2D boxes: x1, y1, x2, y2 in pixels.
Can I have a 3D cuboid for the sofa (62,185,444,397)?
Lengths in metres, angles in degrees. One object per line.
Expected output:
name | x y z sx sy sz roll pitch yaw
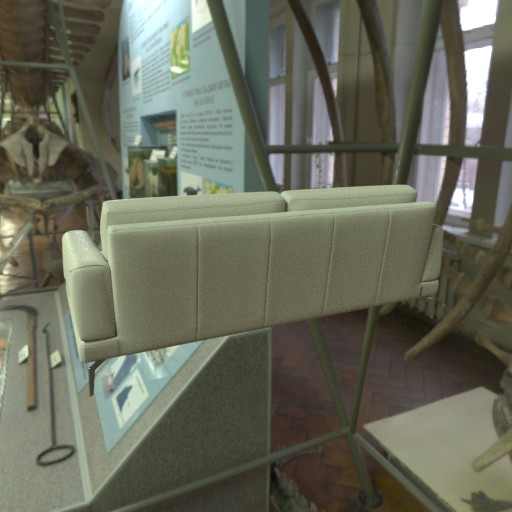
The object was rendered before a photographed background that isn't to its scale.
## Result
sofa | 0.000 0.000 2.439 1.940 0.765 0.974 -7 16 -25
